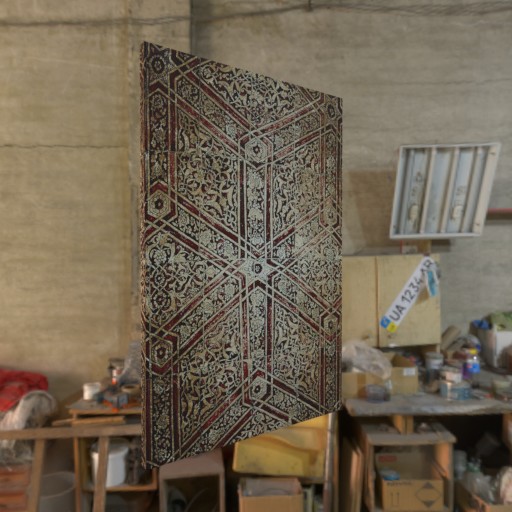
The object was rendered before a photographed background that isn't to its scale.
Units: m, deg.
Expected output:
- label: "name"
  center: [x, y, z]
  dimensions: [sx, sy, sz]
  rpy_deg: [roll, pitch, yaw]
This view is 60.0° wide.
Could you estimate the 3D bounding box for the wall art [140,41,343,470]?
- label: "wall art"
  center: [0.000, 0.000, 1.122]
  dimensions: [0.599, 0.904, 0.030]
  rpy_deg: [-1, 1, -36]
